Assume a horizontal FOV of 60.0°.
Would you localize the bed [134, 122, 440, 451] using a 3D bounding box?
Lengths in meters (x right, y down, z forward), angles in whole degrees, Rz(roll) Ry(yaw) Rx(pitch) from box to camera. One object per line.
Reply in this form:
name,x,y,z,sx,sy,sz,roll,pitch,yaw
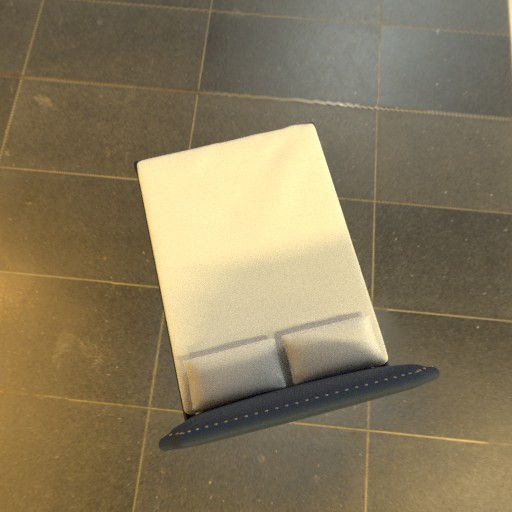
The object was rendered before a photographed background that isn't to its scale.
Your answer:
bed,0.000,0.000,3.464,1.712,1.443,2.372,-13,75,-4
